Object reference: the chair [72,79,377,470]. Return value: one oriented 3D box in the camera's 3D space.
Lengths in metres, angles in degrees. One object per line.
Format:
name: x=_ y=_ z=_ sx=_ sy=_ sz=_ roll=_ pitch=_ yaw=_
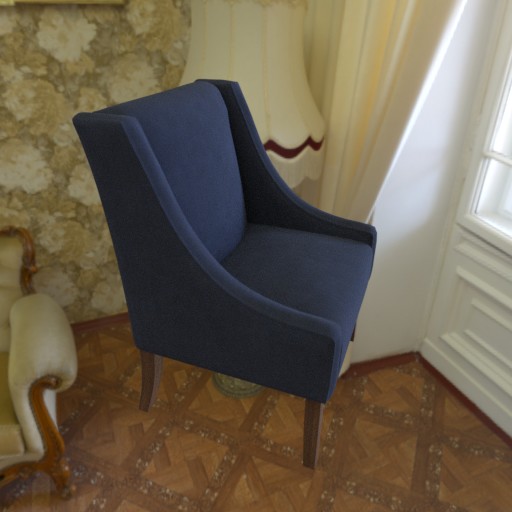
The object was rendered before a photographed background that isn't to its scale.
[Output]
chair: x=0.000 y=0.000 z=1.309 sx=0.629 sy=0.895 sz=0.629 roll=11 pitch=31 yaw=19
